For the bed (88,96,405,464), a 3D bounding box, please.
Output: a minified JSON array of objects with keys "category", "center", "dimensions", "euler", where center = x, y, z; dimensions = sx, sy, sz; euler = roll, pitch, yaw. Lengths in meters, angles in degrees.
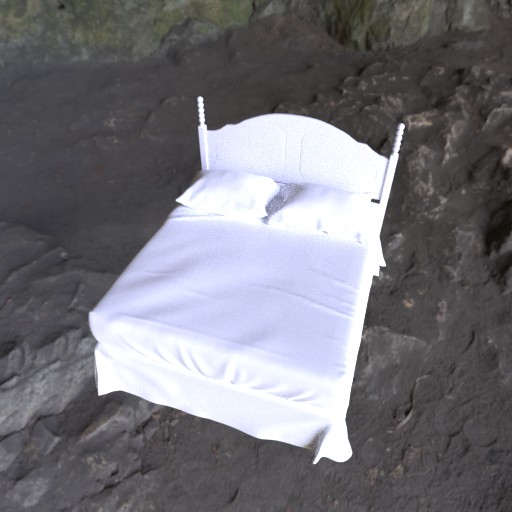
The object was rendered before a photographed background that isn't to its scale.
[{"category":"bed","center":[0.000,0.000,3.159],"dimensions":[1.873,1.356,2.040],"euler":[12,43,14]}]
